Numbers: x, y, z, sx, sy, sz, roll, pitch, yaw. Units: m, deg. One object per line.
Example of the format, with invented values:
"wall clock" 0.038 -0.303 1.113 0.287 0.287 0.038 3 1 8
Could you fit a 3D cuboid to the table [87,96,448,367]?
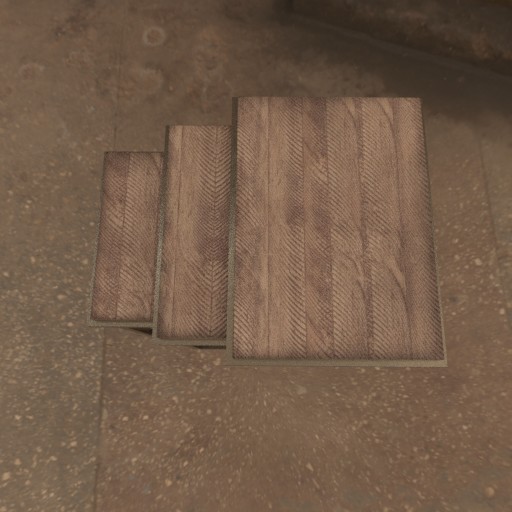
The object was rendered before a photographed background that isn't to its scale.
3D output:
"table" 0.000 0.000 1.155 0.706 0.610 0.559 0 76 0
